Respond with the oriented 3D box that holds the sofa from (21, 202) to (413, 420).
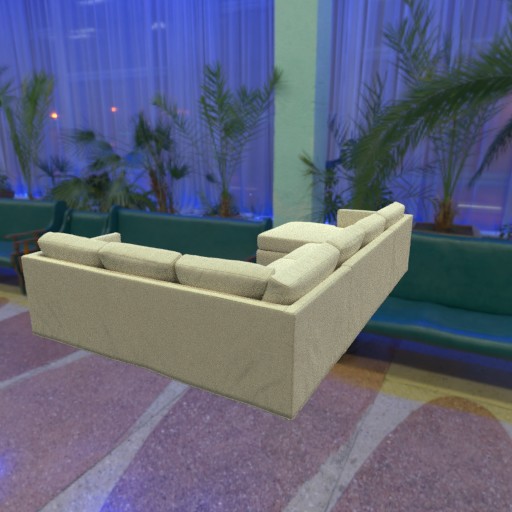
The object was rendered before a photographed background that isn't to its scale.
[{"bbox_3d":[0.000,0.000,4.509,2.448,0.882,3.464,8,18,27],"label":"sofa"}]
